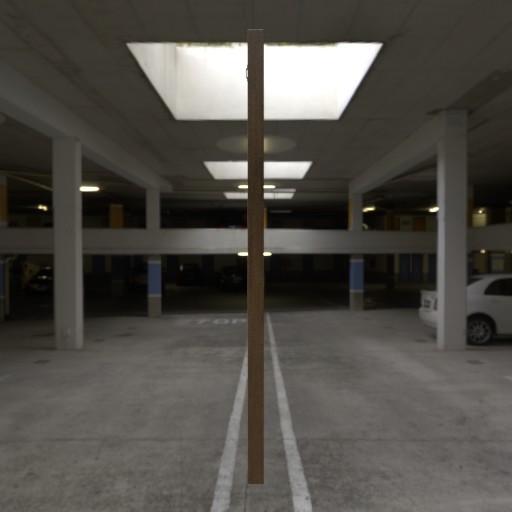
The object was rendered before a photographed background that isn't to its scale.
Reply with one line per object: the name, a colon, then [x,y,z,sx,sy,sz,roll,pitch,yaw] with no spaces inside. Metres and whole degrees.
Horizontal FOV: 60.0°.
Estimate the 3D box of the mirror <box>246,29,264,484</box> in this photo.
mirror: [0.000,0.000,1.371,0.041,1.016,0.762,0,1,0]
